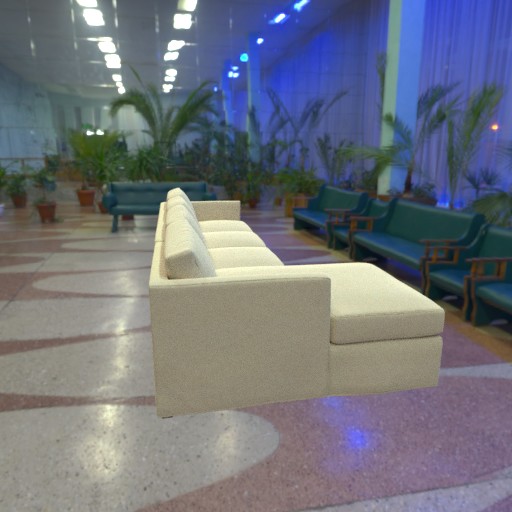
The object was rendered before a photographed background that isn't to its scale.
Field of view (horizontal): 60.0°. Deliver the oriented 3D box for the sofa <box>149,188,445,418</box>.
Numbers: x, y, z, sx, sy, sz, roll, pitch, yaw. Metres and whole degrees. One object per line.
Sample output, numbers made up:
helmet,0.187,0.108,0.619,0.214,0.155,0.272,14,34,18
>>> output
sofa,0.000,0.000,3.817,1.650,0.922,3.205,-3,15,-10
